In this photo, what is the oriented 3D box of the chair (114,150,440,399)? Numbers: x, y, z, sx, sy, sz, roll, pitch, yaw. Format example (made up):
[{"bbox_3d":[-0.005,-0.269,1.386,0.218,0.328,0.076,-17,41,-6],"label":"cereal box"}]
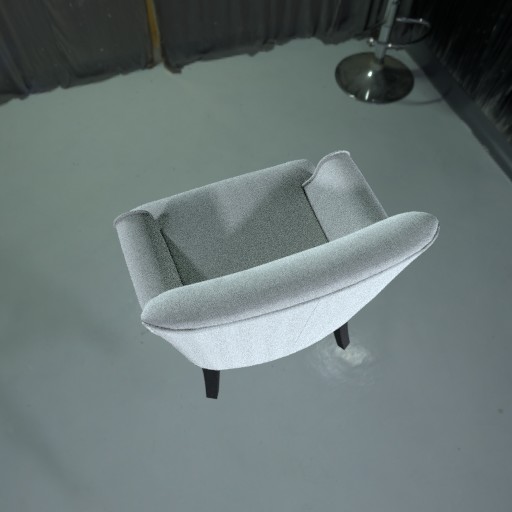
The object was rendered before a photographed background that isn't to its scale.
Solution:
[{"bbox_3d":[0.000,0.000,1.448,0.781,0.875,0.750,-18,61,-10],"label":"chair"}]
